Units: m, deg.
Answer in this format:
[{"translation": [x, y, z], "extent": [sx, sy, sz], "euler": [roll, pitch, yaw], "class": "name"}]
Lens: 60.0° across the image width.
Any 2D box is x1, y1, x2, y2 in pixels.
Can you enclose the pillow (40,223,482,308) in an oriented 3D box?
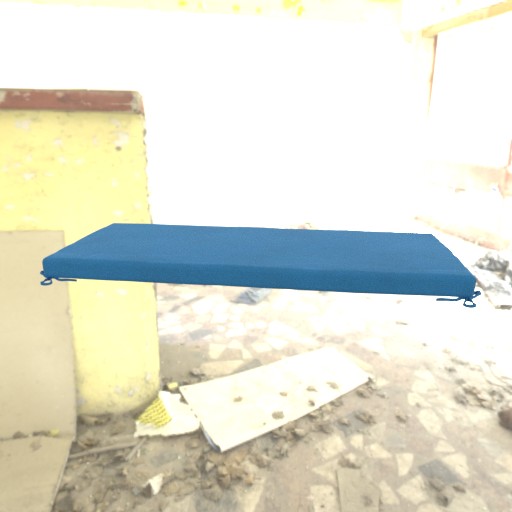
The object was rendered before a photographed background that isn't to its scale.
[{"translation": [0.000, 0.000, 1.348], "extent": [1.187, 0.081, 0.492], "euler": [2, 17, 7], "class": "pillow"}]
